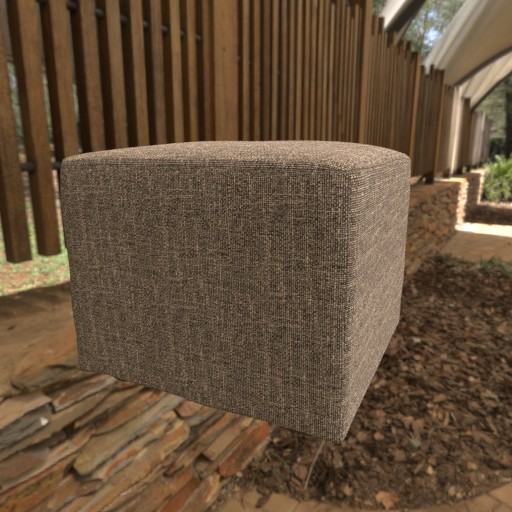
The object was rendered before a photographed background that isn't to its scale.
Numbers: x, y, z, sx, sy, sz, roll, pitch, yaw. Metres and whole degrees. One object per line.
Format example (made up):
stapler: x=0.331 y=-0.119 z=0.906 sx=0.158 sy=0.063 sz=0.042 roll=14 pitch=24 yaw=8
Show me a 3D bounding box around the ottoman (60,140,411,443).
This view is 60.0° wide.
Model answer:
ottoman: x=0.000 y=0.000 z=0.900 sx=0.521 sy=0.453 sz=0.512 roll=7 pitch=16 yaw=25
